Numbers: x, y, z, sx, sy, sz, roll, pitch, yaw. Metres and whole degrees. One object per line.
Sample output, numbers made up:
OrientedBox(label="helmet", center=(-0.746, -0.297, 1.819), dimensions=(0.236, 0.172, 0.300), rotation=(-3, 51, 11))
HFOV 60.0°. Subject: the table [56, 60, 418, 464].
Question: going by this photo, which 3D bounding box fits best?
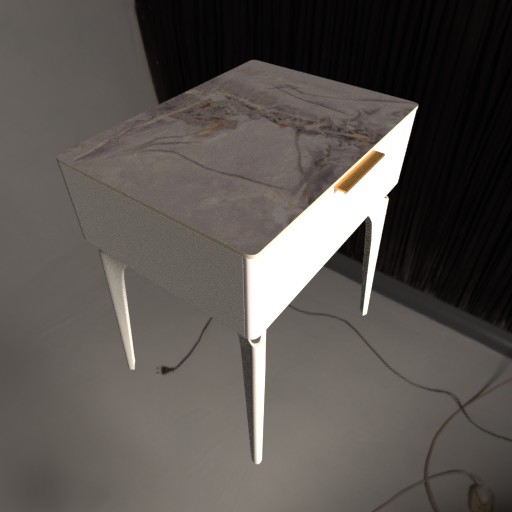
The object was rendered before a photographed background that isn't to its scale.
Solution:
OrientedBox(label="table", center=(0.000, 0.000, 0.919), dimensions=(0.400, 0.570, 0.500), rotation=(27, 49, 26))
